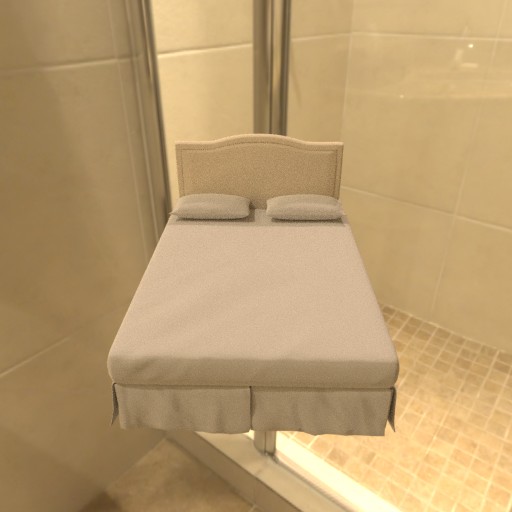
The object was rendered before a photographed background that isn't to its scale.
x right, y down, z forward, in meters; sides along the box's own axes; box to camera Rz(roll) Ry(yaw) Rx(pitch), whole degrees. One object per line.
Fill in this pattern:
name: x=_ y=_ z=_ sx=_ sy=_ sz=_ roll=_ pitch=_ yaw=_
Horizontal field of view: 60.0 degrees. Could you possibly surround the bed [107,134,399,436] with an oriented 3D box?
bed: x=0.000 y=0.000 z=3.745 sx=1.977 sy=1.437 sz=2.477 roll=1 pitch=30 yaw=1
